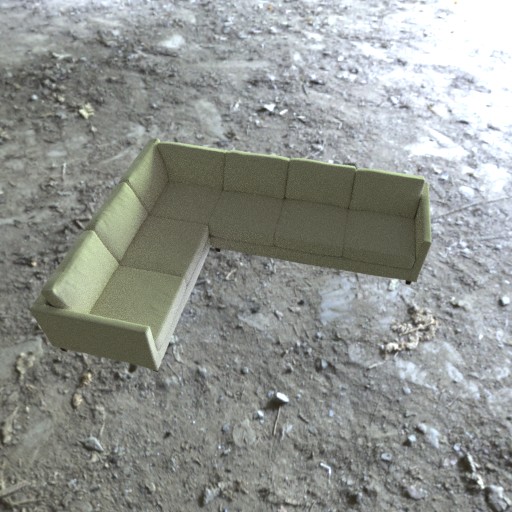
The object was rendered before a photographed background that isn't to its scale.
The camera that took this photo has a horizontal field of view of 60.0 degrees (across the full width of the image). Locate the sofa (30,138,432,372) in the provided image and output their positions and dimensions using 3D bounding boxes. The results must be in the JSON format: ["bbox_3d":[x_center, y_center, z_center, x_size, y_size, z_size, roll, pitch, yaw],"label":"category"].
[{"bbox_3d":[0.000,0.000,4.272,3.182,0.863,2.432,10,48,9],"label":"sofa"}]
